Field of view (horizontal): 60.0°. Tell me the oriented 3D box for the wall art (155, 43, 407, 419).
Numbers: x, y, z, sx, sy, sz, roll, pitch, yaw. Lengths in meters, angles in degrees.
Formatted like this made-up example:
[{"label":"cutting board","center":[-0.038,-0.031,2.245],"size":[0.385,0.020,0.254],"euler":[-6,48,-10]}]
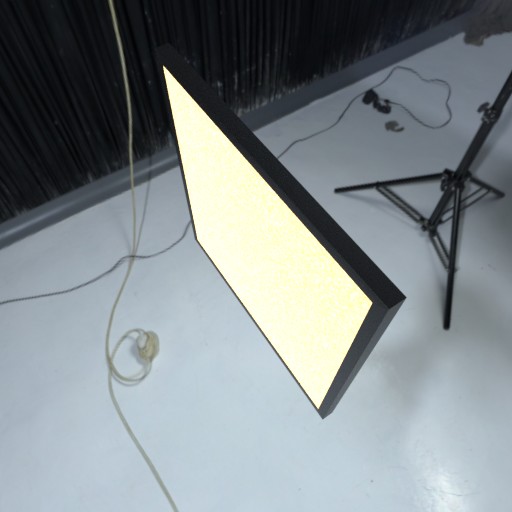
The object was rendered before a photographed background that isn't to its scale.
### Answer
[{"label":"wall art","center":[0.000,0.000,1.138],"size":[0.036,0.755,0.756],"euler":[-29,63,-17]}]
